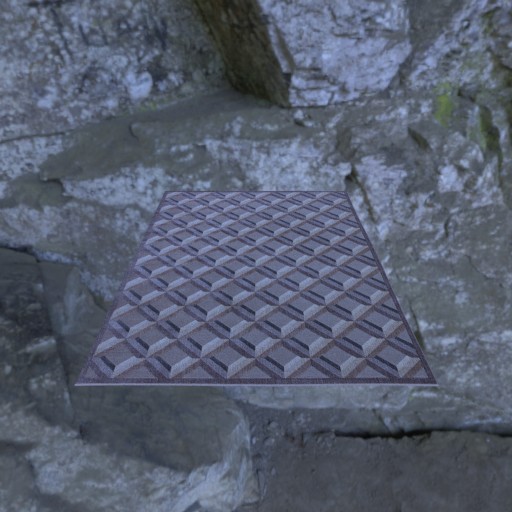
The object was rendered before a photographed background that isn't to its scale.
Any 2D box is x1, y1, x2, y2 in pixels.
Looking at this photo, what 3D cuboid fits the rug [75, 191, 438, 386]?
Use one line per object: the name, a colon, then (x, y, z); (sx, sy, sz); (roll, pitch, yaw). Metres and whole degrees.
rug: (0.000, 0.000, 2.914); (1.600, 0.013, 2.260); (0, 30, 0)
